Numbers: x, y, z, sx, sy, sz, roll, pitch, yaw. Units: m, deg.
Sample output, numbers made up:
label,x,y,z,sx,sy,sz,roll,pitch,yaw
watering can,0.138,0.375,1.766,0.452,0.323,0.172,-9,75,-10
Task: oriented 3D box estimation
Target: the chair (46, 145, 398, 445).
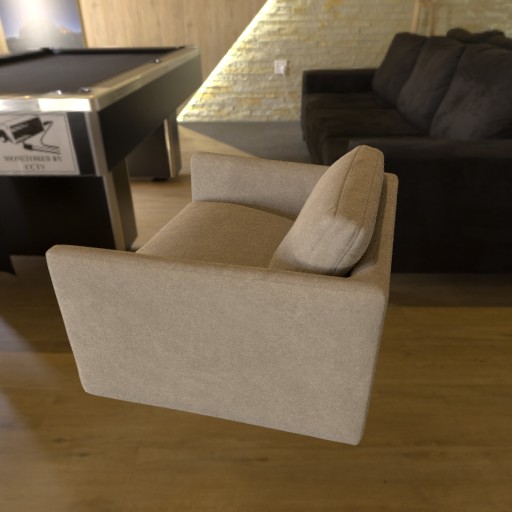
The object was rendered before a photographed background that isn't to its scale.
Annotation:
label,x,y,z,sx,sy,sz,roll,pitch,yaw
chair,0.000,0.000,1.877,1.091,0.845,1.190,9,30,15
